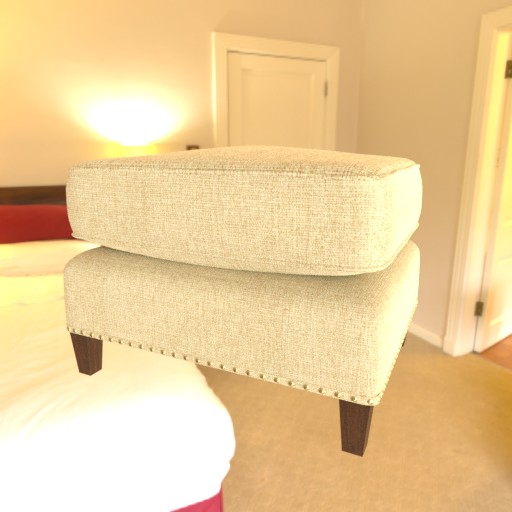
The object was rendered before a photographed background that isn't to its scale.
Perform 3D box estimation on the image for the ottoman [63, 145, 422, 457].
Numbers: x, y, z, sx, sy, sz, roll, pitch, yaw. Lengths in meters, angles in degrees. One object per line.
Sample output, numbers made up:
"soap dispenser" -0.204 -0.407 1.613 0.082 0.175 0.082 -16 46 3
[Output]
"ottoman" 0.000 0.000 1.109 0.738 0.537 0.589 7 16 25
